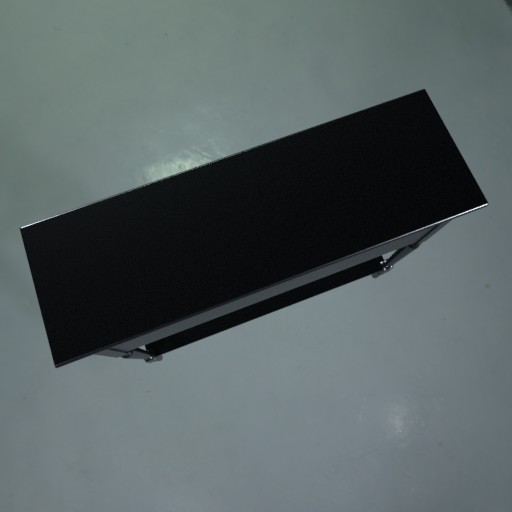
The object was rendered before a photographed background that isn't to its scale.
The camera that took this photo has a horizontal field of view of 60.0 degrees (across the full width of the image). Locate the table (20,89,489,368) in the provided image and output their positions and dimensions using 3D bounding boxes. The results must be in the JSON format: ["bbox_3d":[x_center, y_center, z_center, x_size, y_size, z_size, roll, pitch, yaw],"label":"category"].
[{"bbox_3d":[0.000,0.000,1.566,1.191,0.819,0.386,-20,76,-5],"label":"table"}]
